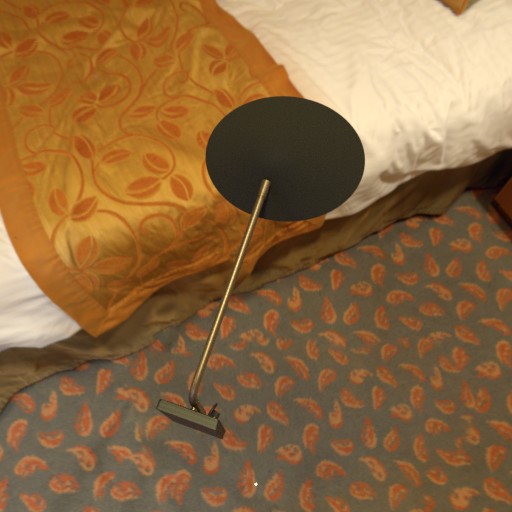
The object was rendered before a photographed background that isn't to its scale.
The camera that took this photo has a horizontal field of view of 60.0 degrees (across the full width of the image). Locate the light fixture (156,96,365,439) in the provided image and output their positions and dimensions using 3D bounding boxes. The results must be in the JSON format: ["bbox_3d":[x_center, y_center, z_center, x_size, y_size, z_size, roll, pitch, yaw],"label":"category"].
[{"bbox_3d":[0.000,0.000,0.680,0.240,0.312,0.516,17,64,8],"label":"light fixture"}]
